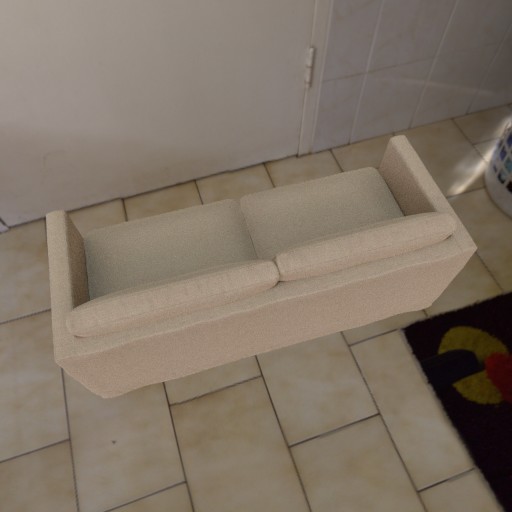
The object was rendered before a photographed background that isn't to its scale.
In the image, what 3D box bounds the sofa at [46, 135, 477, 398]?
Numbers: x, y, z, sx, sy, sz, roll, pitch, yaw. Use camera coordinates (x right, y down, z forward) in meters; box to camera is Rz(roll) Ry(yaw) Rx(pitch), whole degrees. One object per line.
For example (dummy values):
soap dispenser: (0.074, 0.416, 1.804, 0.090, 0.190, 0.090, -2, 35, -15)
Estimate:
sofa: (0.000, 0.000, 2.747, 2.312, 0.853, 0.962, -14, 60, -8)
